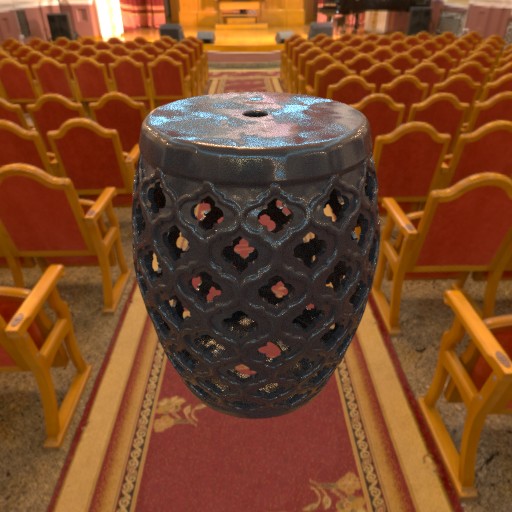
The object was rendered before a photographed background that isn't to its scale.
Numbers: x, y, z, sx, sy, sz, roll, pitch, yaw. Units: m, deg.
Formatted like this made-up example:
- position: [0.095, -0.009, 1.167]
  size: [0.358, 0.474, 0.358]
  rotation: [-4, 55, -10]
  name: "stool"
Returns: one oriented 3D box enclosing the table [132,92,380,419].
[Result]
- position: [0.000, 0.000, 0.616]
  size: [0.325, 0.388, 0.325]
  rotation: [0, 32, 0]
  name: "table"
